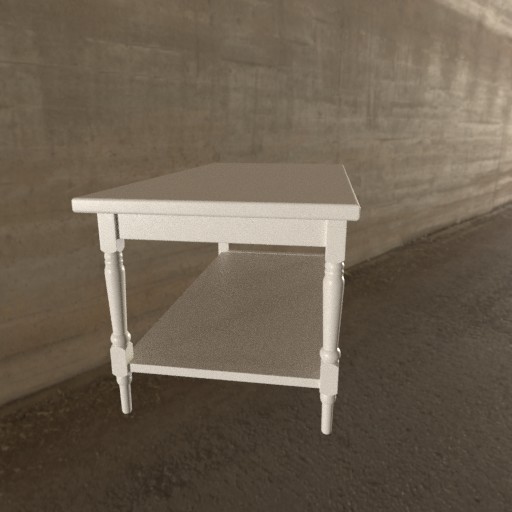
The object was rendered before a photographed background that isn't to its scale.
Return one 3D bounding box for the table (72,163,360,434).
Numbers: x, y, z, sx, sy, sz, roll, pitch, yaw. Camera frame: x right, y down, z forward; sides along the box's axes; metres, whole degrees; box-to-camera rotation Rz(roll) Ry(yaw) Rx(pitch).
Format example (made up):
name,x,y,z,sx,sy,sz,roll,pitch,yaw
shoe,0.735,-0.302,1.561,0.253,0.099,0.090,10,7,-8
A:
name,x,y,z,sx,sy,sz,roll,pitch,yaw
table,0.000,0.000,1.413,0.550,0.510,1.107,2,16,9
